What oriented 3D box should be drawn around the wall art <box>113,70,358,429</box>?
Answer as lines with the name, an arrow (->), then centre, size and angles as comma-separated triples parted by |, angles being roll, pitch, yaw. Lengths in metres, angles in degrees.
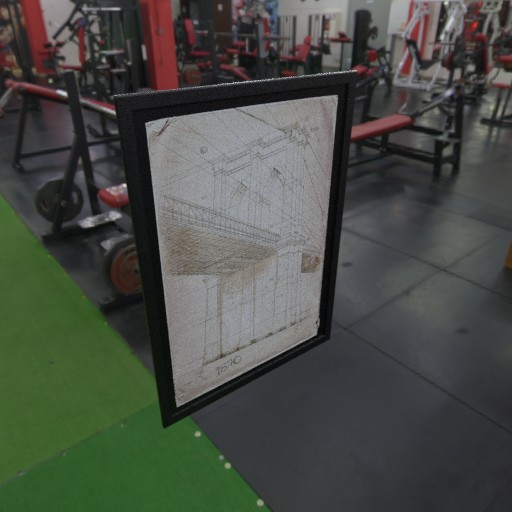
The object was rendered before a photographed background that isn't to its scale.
wall art -> 0.000, 0.000, 1.306 | 0.707, 0.967, 0.013 | -20, 35, -31
